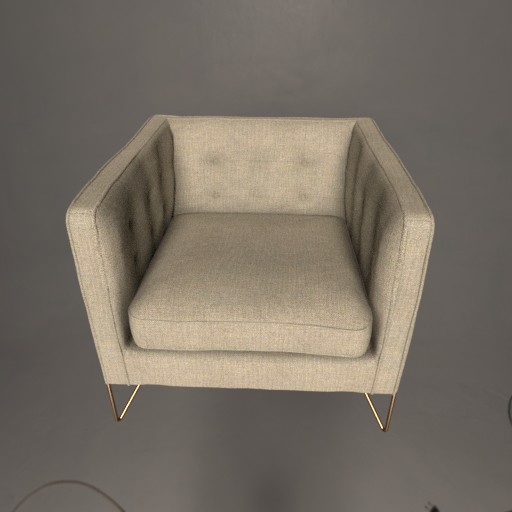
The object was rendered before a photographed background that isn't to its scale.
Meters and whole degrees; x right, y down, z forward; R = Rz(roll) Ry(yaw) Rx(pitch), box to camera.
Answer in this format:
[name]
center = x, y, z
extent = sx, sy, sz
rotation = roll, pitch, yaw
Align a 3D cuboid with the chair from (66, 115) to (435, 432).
[chair]
center = 0.000, 0.000, 1.616
extent = 0.920, 0.799, 0.912
rotation = 1, 31, 2
